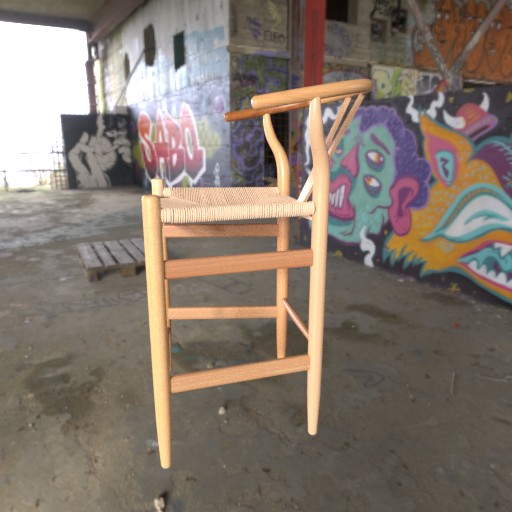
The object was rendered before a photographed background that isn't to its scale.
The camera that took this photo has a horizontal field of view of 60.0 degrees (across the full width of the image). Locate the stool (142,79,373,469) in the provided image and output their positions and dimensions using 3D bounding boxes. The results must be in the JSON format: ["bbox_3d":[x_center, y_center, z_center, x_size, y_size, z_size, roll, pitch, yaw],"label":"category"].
[{"bbox_3d":[0.000,0.000,1.255,0.575,0.923,0.536,-3,14,-10],"label":"stool"}]
